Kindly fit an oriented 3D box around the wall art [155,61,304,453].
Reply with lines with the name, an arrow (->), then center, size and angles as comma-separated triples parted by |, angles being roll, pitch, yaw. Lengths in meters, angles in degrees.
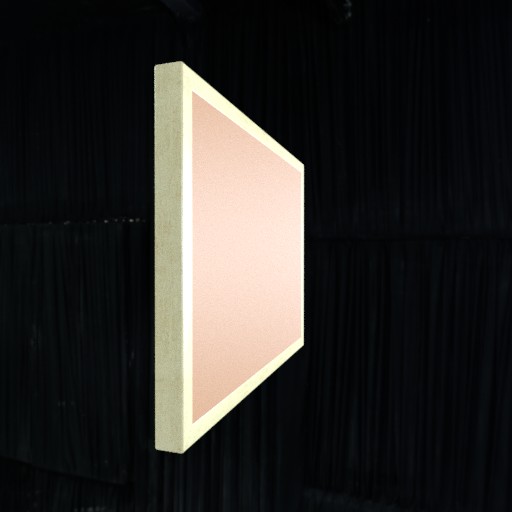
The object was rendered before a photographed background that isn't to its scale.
wall art -> 0.000, 0.000, 0.687 | 0.032, 0.381, 0.533 | 0, 0, 19
